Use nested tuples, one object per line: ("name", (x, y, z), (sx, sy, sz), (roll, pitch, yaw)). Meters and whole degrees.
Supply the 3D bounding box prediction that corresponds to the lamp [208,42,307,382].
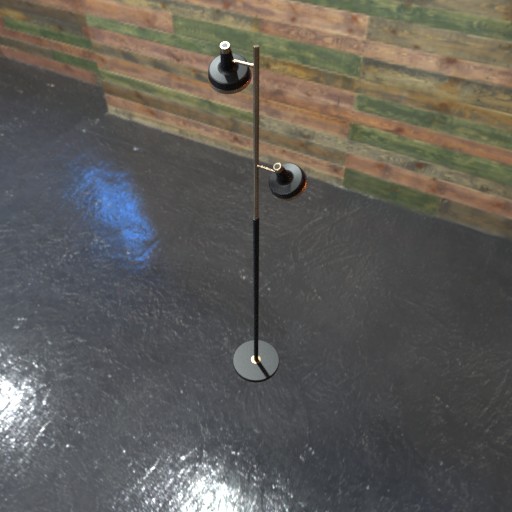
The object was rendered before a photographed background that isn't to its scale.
("lamp", (0.000, 0.000, 1.825), (0.351, 1.674, 0.253), (23, 51, 20))
